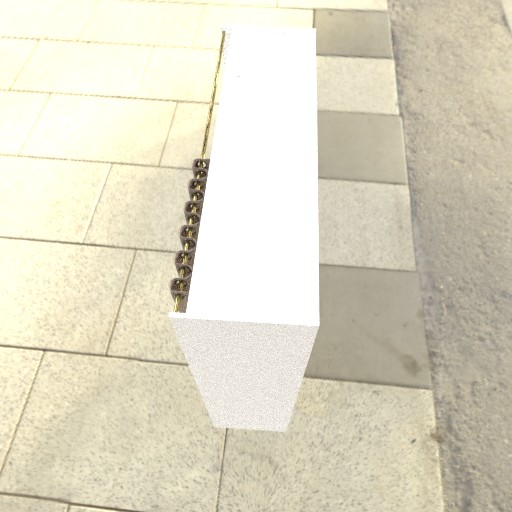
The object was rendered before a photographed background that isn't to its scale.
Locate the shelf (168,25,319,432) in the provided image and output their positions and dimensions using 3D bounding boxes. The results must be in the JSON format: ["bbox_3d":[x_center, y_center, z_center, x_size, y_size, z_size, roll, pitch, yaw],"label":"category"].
[{"bbox_3d":[0.000,0.000,2.592,0.500,1.820,1.600,3,59,2],"label":"shelf"}]
